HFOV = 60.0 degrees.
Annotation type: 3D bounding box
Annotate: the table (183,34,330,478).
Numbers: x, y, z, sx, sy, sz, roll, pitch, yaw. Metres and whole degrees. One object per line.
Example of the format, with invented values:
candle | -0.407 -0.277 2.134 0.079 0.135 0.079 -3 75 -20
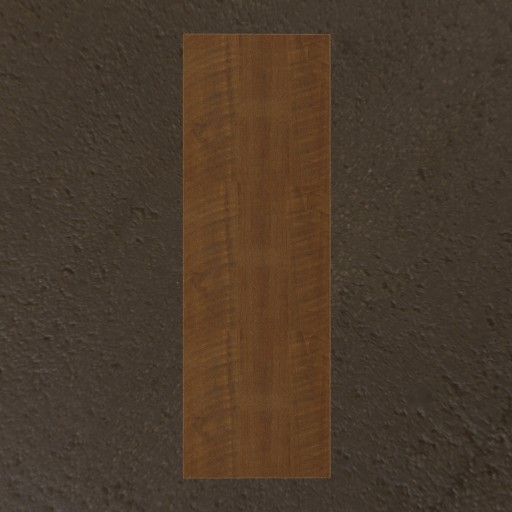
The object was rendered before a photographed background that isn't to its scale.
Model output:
table | 0.000 0.000 1.741 0.499 0.491 1.499 0 90 0
